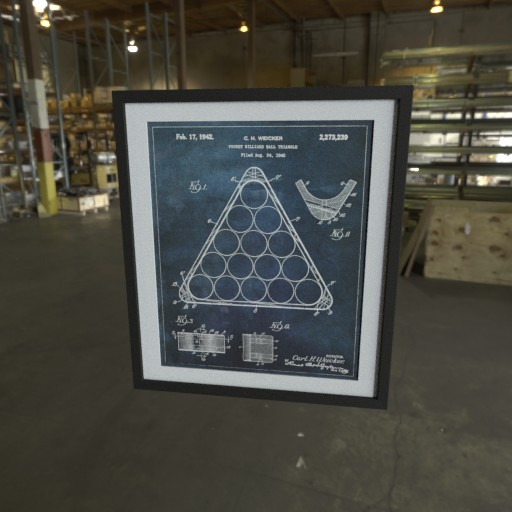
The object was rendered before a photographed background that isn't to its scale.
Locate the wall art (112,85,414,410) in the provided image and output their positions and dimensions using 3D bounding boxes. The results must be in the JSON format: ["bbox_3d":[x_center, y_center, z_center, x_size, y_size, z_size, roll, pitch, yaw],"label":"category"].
[{"bbox_3d":[0.000,0.000,1.213,0.755,0.863,0.028,2,14,8],"label":"wall art"}]
